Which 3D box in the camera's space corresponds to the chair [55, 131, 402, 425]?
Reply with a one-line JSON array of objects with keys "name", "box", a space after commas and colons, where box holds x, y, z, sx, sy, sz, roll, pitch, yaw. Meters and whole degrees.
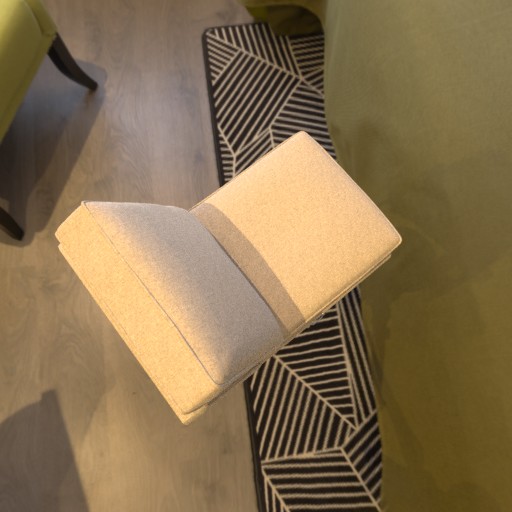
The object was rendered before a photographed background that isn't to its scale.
[{"name": "chair", "box": [0.000, 0.000, 1.693, 1.020, 1.058, 0.674, -38, 78, -9]}]
